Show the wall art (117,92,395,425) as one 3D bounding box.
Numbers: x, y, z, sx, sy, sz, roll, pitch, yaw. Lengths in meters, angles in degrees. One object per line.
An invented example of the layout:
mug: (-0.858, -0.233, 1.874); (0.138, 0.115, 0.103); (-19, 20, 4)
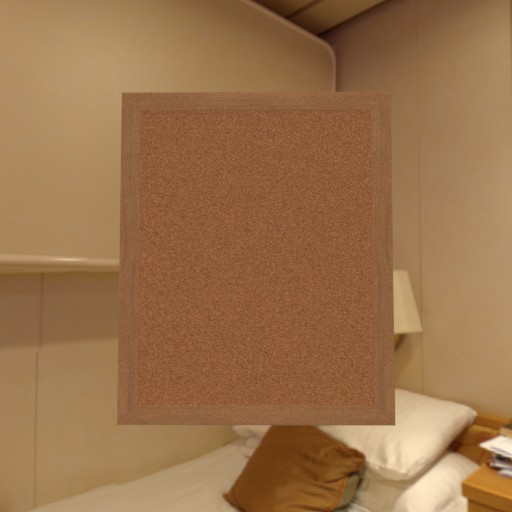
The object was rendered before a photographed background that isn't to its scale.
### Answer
wall art: (0.000, 0.000, 0.756); (0.460, 0.561, 0.020); (0, -3, 0)
